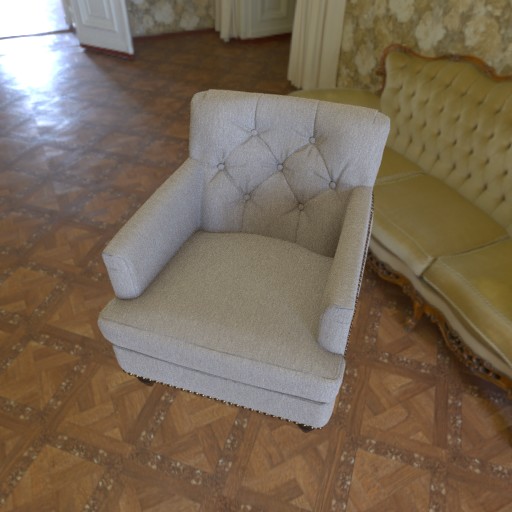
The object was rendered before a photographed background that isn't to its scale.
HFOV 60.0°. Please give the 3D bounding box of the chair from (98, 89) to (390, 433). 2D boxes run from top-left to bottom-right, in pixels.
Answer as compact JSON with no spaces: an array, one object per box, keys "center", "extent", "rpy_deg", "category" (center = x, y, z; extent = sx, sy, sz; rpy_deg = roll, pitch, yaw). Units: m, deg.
[{"center":[0.000,0.000,1.544],"extent":[0.737,0.823,0.902],"rpy_deg":[12,43,13],"category":"chair"}]
